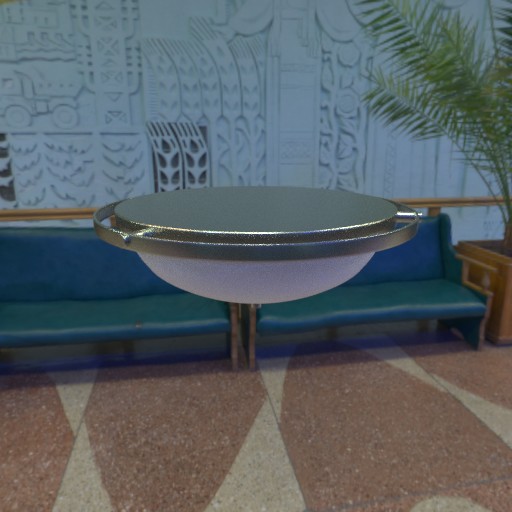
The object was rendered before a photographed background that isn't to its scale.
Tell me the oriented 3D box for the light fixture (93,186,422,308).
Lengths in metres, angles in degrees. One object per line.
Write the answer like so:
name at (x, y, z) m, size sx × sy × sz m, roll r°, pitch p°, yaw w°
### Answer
light fixture at (0.000, 0.000, 0.536) m, size 0.361 × 0.130 × 0.361 m, roll 0°, pitch 16°, yaw 0°
